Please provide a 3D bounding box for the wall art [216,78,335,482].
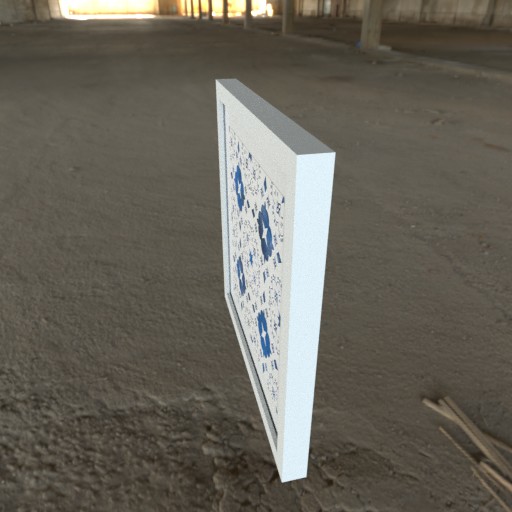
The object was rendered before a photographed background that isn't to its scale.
[{"bbox_3d":[0.000,0.000,0.537,0.027,0.355,0.355,-7,30,-12],"label":"wall art"}]
